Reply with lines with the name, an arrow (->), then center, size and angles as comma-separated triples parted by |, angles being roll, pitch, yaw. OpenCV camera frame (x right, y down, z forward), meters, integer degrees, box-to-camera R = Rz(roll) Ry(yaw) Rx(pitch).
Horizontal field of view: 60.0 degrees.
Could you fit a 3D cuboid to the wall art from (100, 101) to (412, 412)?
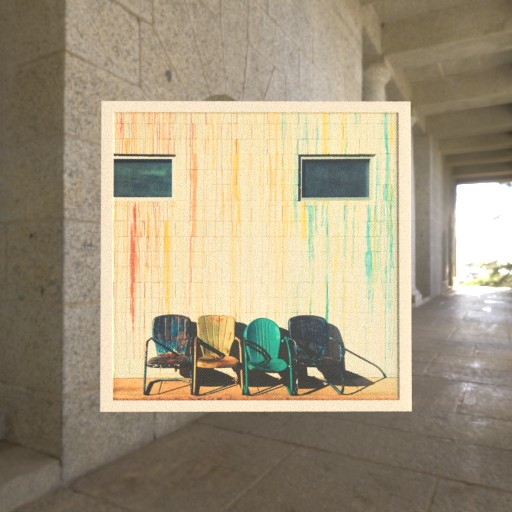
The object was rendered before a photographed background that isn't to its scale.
wall art -> 0.000, 0.000, 0.454 | 0.305, 0.305, 0.038 | 0, -1, 0
